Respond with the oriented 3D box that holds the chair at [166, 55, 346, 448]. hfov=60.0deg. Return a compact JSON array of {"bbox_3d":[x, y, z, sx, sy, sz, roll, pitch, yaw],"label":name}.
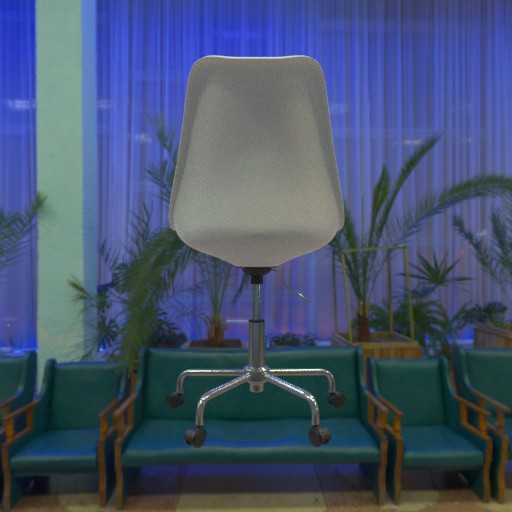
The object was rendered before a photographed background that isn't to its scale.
[{"bbox_3d":[0.000,0.000,1.286,0.550,0.930,0.550,0,0,0],"label":"chair"}]
